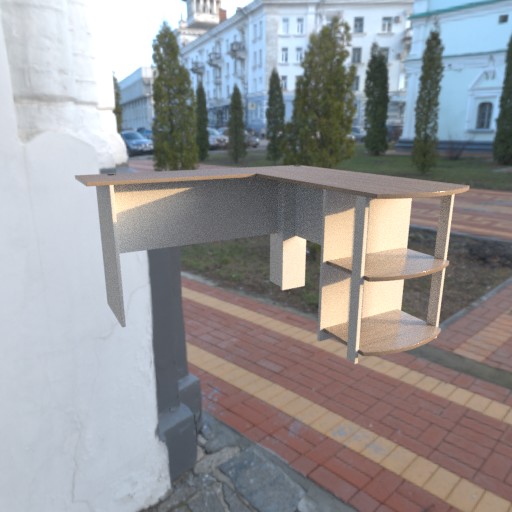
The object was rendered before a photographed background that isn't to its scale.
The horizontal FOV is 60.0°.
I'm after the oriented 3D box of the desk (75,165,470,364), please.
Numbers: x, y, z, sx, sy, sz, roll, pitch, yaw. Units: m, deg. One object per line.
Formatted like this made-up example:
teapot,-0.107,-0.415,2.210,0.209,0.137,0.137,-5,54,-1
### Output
desk,0.000,0.000,2.097,1.361,0.716,1.303,-9,18,-28
